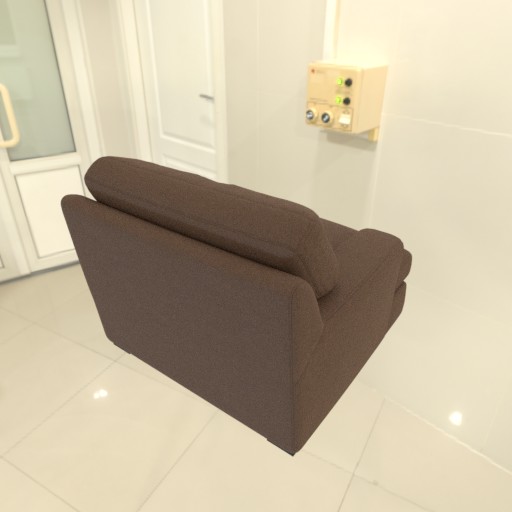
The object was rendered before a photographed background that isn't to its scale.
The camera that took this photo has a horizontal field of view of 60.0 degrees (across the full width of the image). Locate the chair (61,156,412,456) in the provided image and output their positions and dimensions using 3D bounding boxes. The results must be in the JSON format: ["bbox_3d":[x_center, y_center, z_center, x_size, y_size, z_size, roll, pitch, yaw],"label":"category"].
[{"bbox_3d":[0.000,0.000,2.005,1.168,0.940,1.143,20,36,31],"label":"chair"}]
